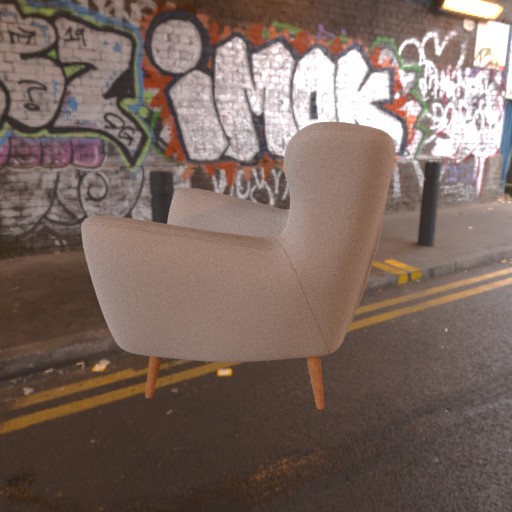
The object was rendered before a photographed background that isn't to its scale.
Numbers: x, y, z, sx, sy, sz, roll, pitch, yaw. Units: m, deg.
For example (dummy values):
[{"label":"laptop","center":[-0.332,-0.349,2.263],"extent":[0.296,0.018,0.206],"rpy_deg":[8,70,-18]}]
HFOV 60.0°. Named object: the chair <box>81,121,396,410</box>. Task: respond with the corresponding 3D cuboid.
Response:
[{"label":"chair","center":[0.000,0.000,1.592],"extent":[0.889,0.889,0.890],"rpy_deg":[2,14,8]}]
